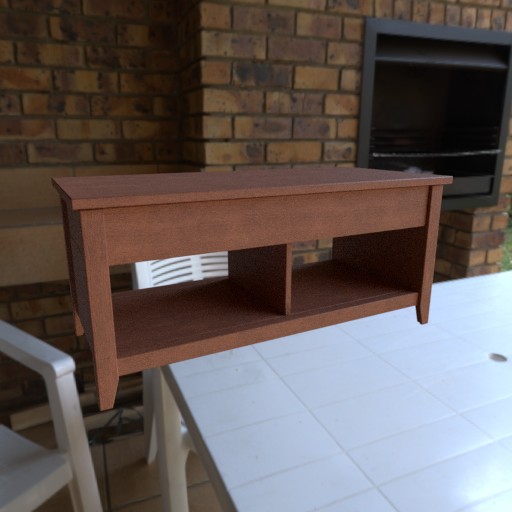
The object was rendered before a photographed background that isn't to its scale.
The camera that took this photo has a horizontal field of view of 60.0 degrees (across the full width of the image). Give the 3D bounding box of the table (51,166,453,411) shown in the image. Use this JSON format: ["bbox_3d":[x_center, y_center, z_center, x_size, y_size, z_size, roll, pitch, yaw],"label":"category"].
[{"bbox_3d":[0.000,0.000,1.299,1.016,0.457,0.483,-8,17,-27],"label":"table"}]
